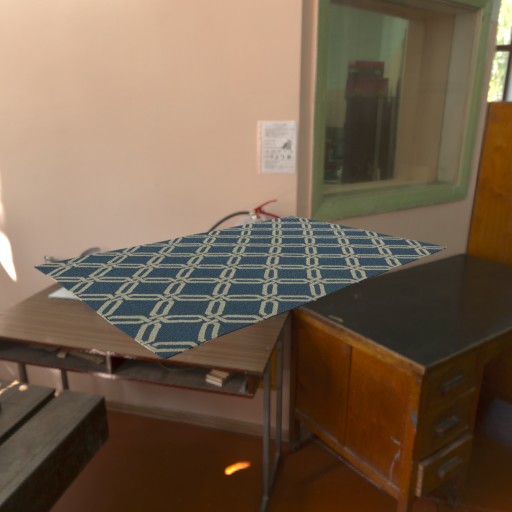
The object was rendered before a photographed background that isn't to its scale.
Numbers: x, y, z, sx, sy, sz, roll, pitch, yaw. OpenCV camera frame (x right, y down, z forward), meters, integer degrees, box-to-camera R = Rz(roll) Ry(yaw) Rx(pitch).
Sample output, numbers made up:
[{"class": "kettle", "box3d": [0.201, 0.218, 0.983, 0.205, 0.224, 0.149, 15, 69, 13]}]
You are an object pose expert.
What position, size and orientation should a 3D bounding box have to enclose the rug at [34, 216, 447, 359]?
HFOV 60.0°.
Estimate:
[{"class": "rug", "box3d": [0.000, 0.000, 2.210, 1.755, 0.010, 1.153, -15, 22, -40]}]
